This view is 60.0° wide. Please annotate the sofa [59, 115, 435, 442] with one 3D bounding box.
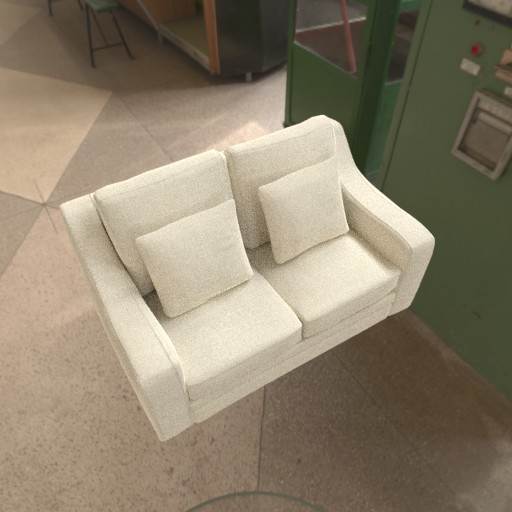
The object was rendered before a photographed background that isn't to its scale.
[{"bbox_3d":[0.000,0.000,2.446,1.744,1.047,1.040,-23,51,-21],"label":"sofa"}]
